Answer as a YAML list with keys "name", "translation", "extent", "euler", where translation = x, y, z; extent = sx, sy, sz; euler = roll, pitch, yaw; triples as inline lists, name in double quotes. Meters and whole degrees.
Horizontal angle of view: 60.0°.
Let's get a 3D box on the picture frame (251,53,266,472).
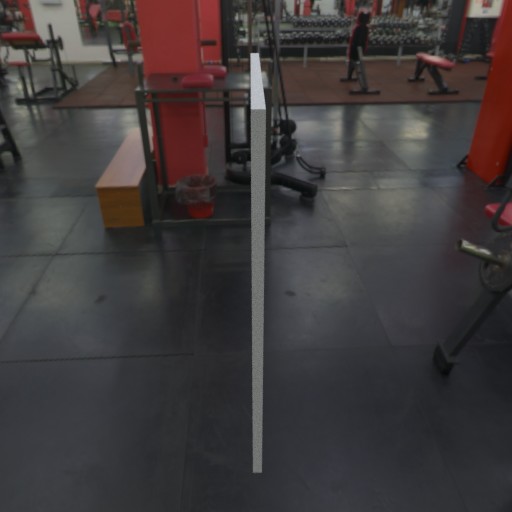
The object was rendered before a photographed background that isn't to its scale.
- name: "picture frame"
  translation: [0.000, 0.000, 0.594]
  extent: [0.011, 0.459, 0.326]
  euler: [0, 31, -1]
